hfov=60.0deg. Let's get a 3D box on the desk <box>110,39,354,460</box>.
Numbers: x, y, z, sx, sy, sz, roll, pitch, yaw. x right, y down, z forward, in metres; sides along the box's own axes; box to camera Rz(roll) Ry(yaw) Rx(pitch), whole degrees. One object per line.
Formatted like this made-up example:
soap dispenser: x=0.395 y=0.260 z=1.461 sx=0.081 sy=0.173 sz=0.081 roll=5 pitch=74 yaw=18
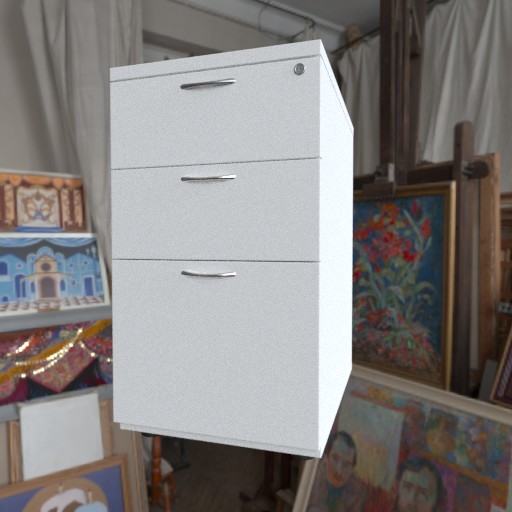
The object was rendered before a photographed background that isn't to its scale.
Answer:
desk: x=0.000 y=0.000 z=1.071 sx=0.404 sy=0.730 sz=0.600 roll=1 pitch=2 yaw=17
